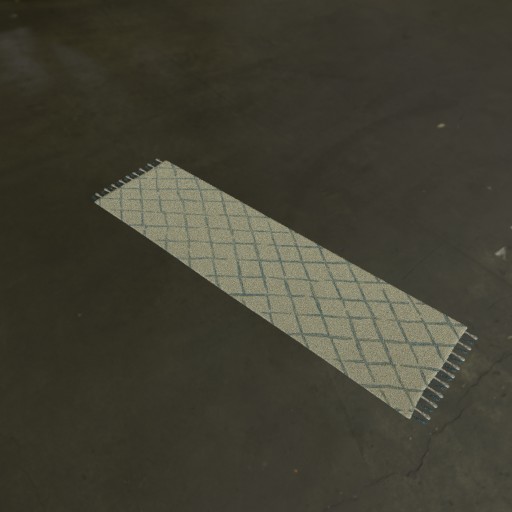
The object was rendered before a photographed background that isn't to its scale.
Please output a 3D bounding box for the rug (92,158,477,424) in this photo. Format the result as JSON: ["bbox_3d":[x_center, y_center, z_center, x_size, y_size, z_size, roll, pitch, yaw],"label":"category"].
[{"bbox_3d":[0.000,0.000,2.551,2.372,0.008,0.620,32,54,27],"label":"rug"}]
